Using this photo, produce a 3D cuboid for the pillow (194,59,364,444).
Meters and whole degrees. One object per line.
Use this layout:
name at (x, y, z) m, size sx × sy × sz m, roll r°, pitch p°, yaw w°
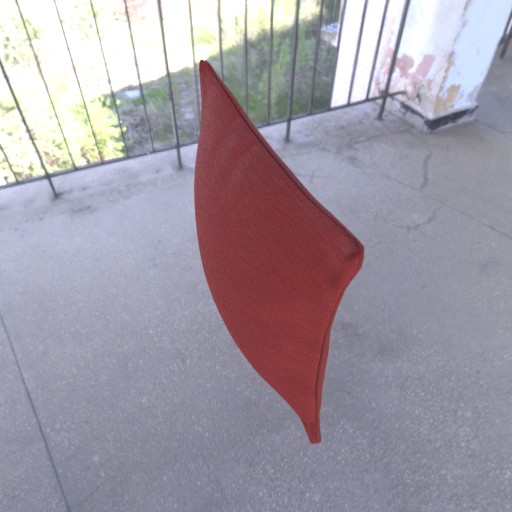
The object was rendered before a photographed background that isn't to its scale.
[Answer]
pillow at (0.000, 0.000, 0.654) m, size 0.151 × 0.416 × 0.435 m, roll -17°, pitch 48°, yaw -16°
